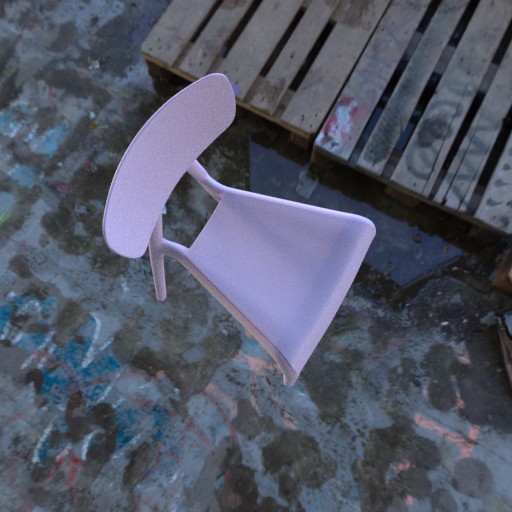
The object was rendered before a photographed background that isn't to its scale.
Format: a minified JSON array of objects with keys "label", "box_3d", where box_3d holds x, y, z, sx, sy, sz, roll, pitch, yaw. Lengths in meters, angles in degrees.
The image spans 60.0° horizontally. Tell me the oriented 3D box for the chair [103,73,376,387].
[{"label":"chair","box_3d":[0.000,0.000,0.842,0.401,0.580,0.356,30,78,7]}]
